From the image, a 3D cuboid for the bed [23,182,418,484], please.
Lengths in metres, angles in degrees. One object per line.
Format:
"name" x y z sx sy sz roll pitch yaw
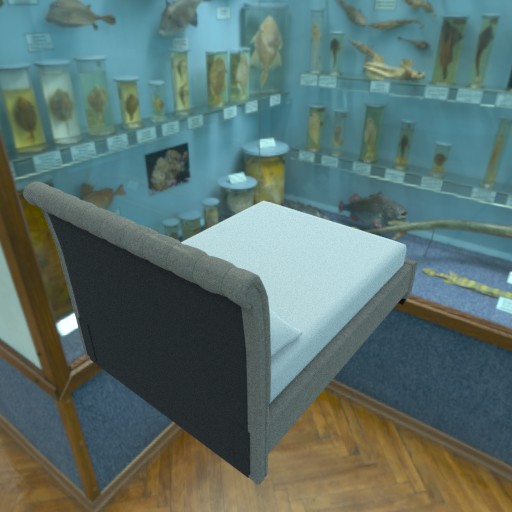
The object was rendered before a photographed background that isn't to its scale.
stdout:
"bed" 0.000 0.000 3.184 1.645 1.371 2.252 22 37 32
